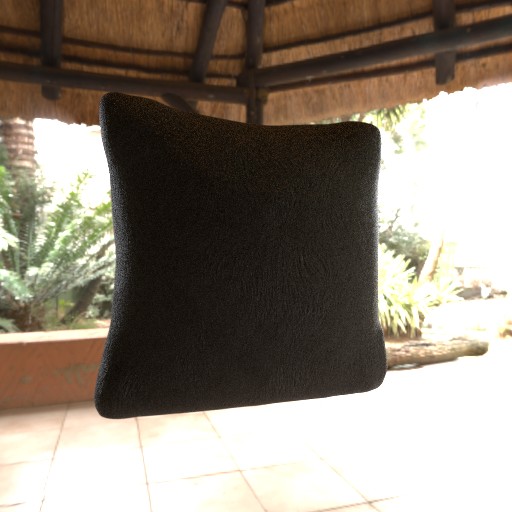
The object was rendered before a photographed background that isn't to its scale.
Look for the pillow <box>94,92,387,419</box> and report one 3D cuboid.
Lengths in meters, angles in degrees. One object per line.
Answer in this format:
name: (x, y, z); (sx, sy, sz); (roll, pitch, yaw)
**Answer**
pillow: (0.000, 0.000, 0.780); (0.533, 0.523, 0.210); (0, -1, -19)
